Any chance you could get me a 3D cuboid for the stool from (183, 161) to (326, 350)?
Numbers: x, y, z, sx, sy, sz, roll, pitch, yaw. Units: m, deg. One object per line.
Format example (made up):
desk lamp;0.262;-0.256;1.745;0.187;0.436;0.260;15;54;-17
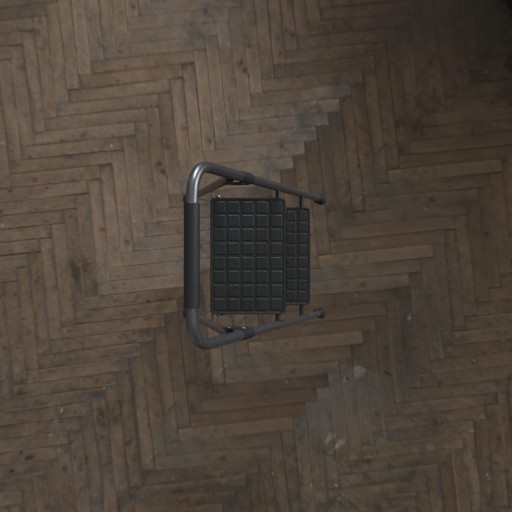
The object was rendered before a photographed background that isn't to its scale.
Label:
stool;0.000;0.000;1.159;0.514;0.872;0.450;0;90;-1
